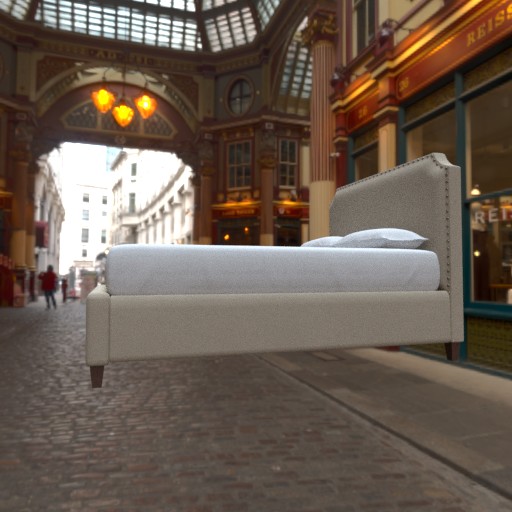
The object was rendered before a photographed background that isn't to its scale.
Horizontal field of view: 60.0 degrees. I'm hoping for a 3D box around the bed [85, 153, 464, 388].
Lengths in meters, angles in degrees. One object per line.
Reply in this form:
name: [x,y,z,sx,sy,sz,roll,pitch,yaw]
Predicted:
bed: [0.000,0.000,3.372,2.329,1.415,1.703,1,-2,-18]
